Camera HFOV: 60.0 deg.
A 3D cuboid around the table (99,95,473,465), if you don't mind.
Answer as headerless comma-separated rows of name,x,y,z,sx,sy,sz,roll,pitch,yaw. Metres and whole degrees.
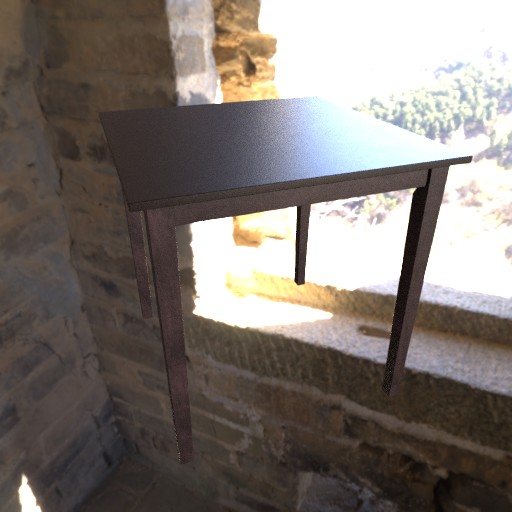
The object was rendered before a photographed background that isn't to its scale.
table,0.000,0.000,1.367,0.749,0.770,0.749,-11,32,-18
